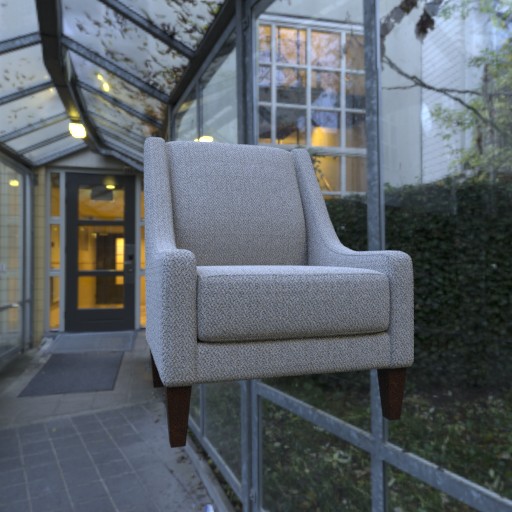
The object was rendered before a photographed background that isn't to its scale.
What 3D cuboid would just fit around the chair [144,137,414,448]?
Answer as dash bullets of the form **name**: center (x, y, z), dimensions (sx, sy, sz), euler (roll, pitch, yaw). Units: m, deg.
- **chair**: center (0.000, 0.000, 1.627), dimensions (0.774, 1.014, 0.870), euler (0, -1, -17)
